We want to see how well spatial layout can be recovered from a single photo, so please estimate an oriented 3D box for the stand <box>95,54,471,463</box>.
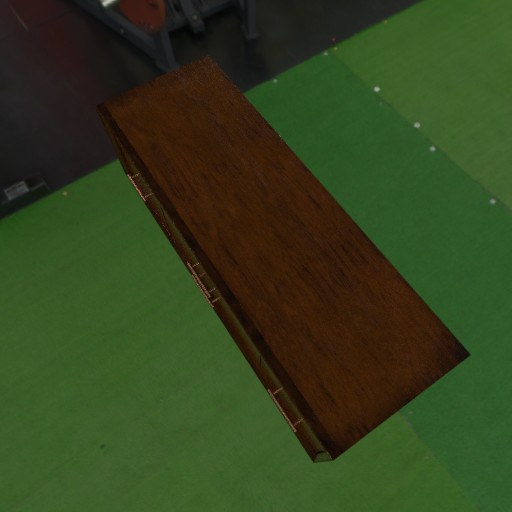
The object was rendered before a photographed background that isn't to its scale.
[{"bbox_3d":[0.000,0.000,1.654,0.481,0.610,1.372,-31,68,-14],"label":"stand"}]
